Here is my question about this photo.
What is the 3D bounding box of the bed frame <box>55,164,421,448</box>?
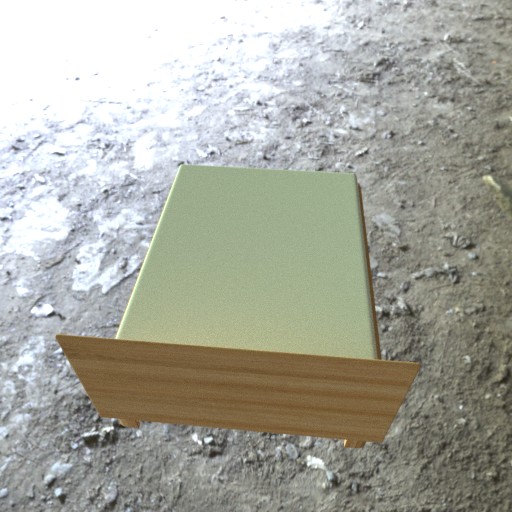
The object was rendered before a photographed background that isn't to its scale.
[{"bbox_3d":[0.000,0.000,2.796,1.472,0.940,1.992,4,46,4],"label":"bed frame"}]
